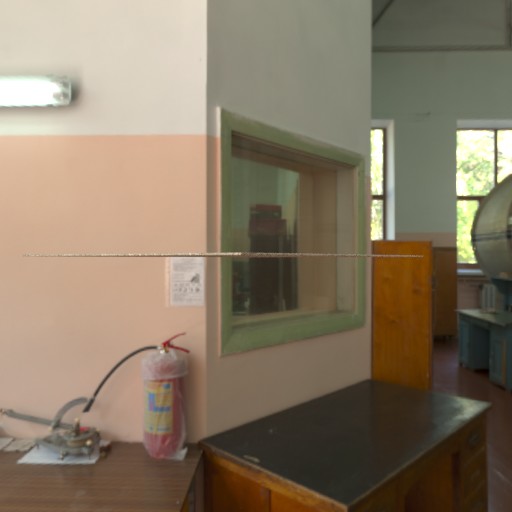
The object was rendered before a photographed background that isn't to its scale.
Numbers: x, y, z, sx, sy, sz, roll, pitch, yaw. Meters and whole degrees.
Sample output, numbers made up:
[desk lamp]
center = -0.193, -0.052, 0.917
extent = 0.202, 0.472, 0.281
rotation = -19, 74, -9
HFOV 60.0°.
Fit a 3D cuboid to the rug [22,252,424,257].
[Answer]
[rug]
center = 0.000, 0.000, 2.321
extent = 1.211, 0.007, 1.827
rotation = 0, 0, 36
